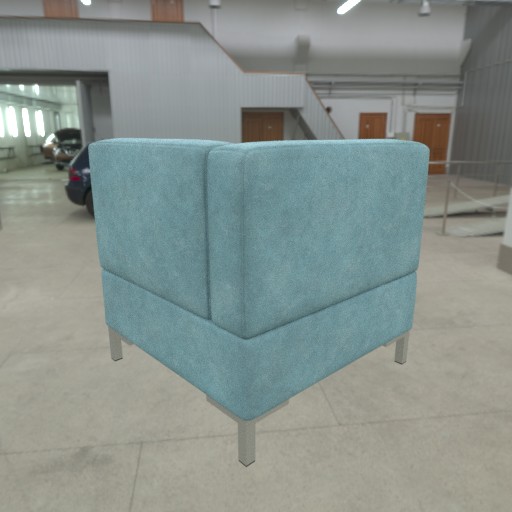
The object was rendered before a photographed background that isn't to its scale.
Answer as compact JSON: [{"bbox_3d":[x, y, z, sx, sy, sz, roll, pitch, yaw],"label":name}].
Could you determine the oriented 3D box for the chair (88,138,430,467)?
[{"bbox_3d":[0.000,0.000,1.281,0.691,0.660,0.684,-14,21,-41],"label":"chair"}]
